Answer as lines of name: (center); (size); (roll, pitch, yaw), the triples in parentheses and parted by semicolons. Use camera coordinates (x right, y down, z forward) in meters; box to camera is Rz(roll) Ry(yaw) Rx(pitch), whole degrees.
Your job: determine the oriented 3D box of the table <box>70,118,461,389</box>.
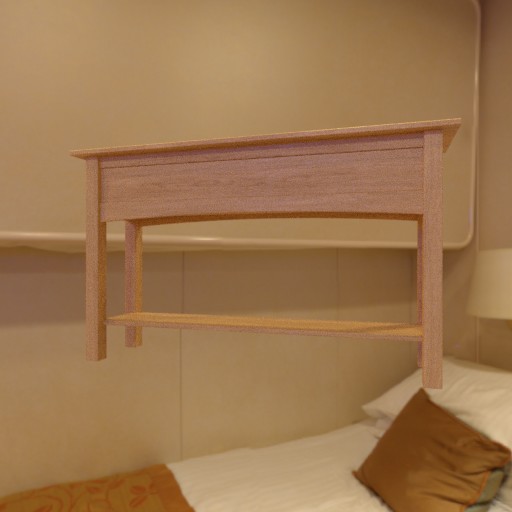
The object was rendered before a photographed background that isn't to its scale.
table: (0.000, 0.000, 1.518); (1.240, 0.730, 0.350); (0, 0, 17)
